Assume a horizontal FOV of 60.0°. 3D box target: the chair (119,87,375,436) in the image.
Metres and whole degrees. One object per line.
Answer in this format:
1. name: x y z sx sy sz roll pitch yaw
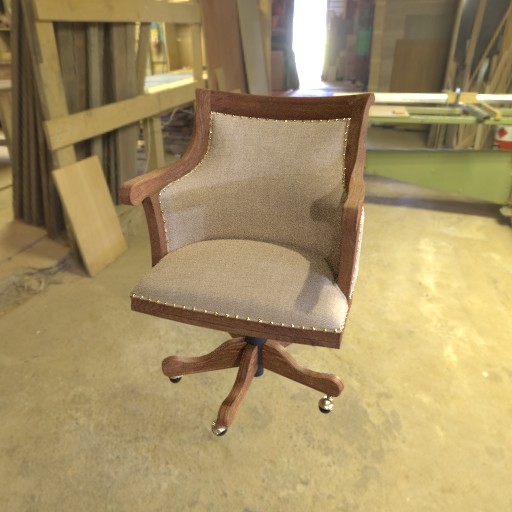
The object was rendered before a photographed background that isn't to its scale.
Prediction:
1. chair: 0.000 0.000 1.436 0.656 0.965 0.689 8 27 16
